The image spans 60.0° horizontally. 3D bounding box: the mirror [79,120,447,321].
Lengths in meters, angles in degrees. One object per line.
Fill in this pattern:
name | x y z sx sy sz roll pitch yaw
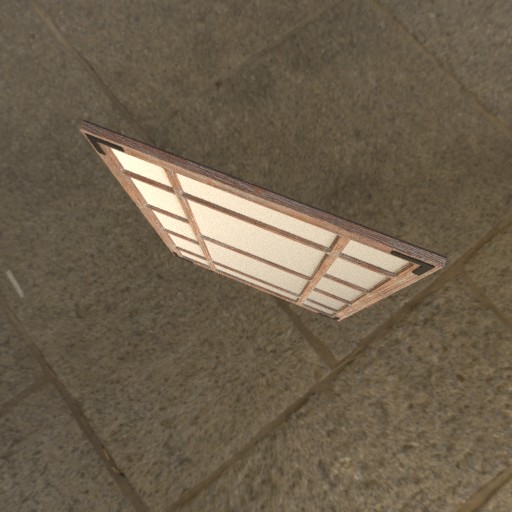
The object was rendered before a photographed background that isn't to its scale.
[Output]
mirror | 0.000 0.000 1.278 0.705 0.996 0.025 21 77 5
